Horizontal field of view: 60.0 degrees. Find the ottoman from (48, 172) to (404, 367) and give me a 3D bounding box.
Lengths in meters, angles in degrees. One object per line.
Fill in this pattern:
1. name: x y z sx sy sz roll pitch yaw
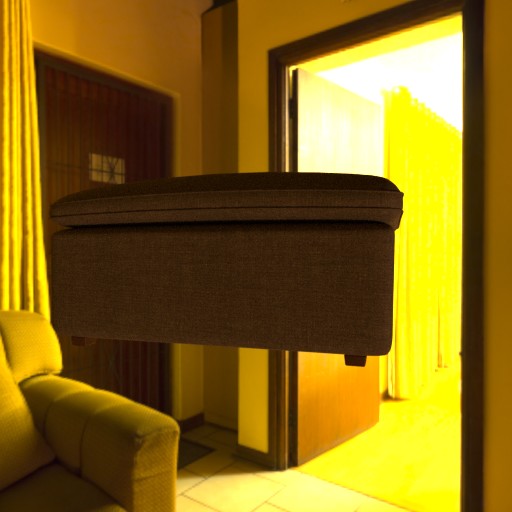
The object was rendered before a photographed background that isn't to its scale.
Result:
1. ottoman: 0.000 0.000 1.712 1.067 0.559 1.067 0 1 17
